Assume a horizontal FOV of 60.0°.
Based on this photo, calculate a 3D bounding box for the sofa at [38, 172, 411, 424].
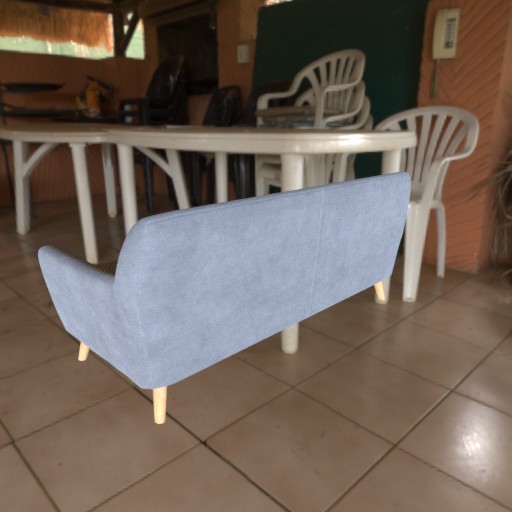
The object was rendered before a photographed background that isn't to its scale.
[{"bbox_3d":[0.000,0.000,2.394,0.830,0.830,1.970,16,23,42],"label":"sofa"}]
